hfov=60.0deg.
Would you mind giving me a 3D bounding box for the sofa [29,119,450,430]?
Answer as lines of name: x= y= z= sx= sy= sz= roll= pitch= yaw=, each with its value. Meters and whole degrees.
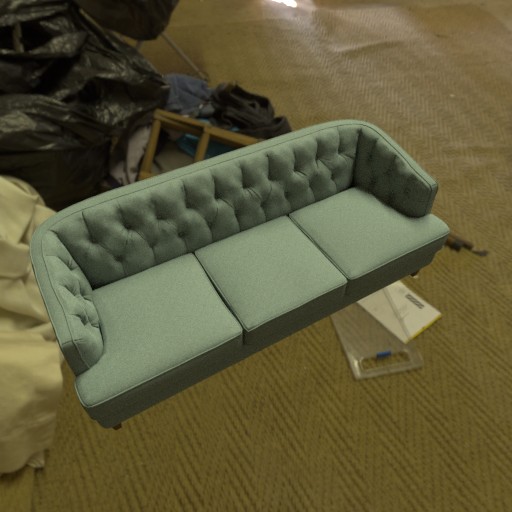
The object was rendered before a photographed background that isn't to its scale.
sofa: x=0.000 y=0.000 z=2.608 sx=2.278 sy=0.855 sz=0.941 roll=-23 pitch=51 yaw=-20
